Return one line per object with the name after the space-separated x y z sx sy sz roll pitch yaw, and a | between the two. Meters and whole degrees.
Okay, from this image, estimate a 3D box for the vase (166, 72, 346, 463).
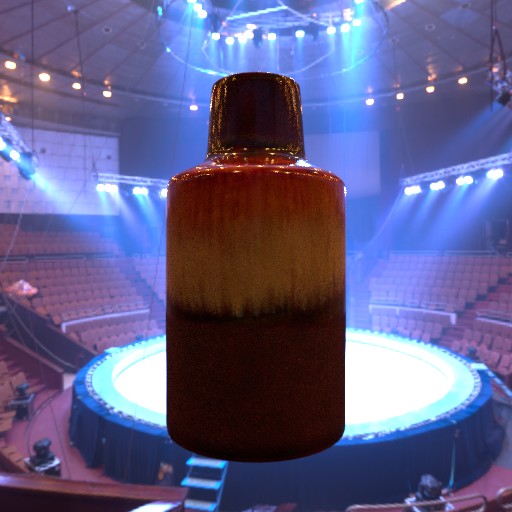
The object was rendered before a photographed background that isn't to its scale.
0.000 0.000 0.270 0.108 0.204 0.108 0 0 0 | vase
